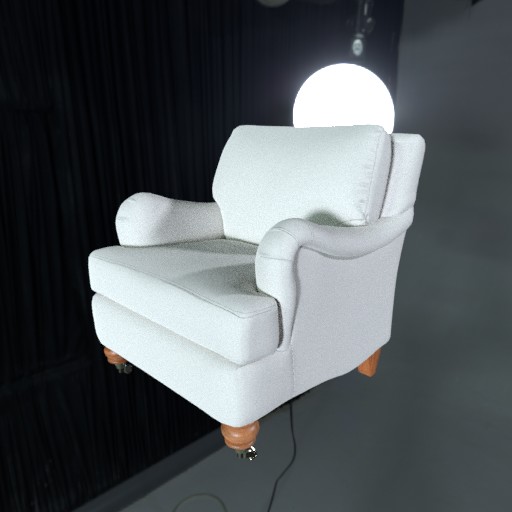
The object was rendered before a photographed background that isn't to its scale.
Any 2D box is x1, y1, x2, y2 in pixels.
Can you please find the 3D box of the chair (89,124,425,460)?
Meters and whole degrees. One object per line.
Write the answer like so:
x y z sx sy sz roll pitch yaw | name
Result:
0.000 0.000 1.818 0.955 1.038 1.070 15 21 42 | chair
